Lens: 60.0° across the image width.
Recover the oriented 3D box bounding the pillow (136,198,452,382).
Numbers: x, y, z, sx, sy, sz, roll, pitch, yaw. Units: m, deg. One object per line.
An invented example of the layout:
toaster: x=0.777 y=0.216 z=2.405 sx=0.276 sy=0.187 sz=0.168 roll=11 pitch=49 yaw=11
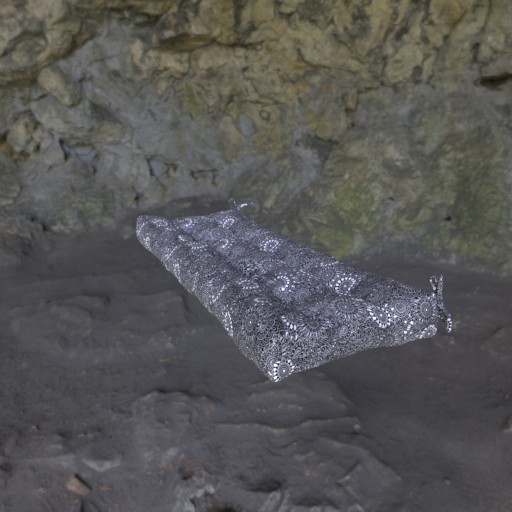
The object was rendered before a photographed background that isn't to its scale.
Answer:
pillow: x=0.000 y=0.000 z=1.375 sx=0.511 sy=0.174 sz=1.194 roll=-8 pitch=19 yaw=-25
